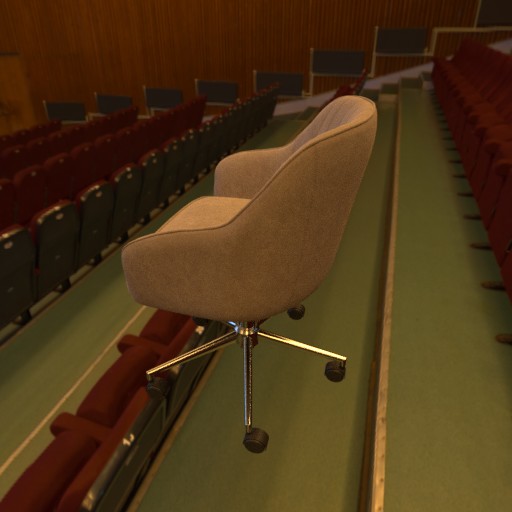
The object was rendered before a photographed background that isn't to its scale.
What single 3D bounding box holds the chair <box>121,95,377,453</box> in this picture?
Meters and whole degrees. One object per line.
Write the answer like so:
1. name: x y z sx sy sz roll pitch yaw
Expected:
1. chair: 0.000 0.000 1.247 0.573 0.831 0.635 8 31 14
